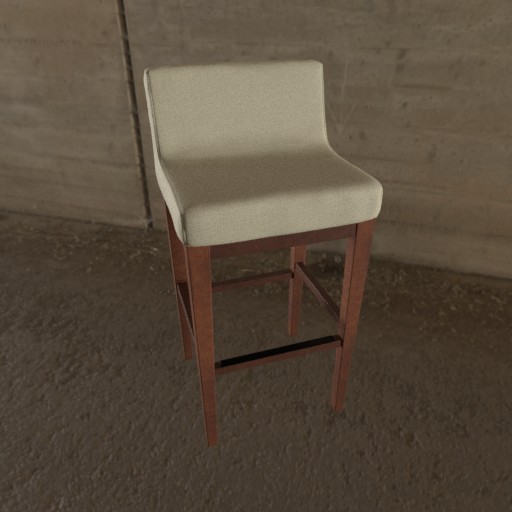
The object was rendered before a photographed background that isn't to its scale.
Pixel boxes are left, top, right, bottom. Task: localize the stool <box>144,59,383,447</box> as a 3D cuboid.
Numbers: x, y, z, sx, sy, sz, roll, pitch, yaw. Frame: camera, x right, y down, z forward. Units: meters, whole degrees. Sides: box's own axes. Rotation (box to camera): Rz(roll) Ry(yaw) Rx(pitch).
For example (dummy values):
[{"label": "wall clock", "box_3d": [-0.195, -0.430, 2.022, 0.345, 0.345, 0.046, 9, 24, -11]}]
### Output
[{"label": "stool", "box_3d": [0.000, 0.000, 1.339, 0.511, 1.037, 0.500, -9, 32, -15]}]
